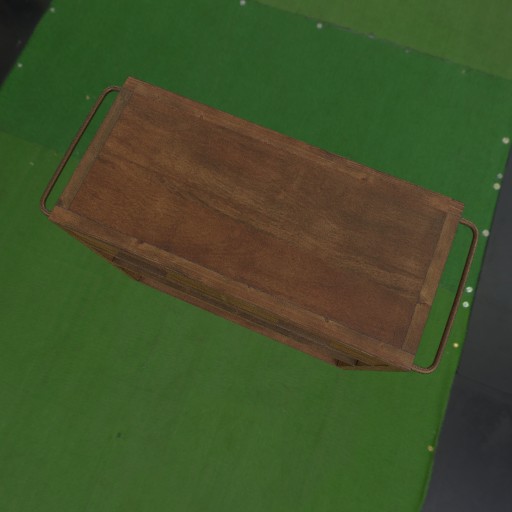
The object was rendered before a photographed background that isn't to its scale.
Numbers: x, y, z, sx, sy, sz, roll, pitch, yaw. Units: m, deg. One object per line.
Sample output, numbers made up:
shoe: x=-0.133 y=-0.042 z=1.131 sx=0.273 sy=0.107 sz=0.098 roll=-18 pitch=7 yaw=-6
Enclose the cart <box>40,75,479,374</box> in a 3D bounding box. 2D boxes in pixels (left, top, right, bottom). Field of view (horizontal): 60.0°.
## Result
cart: x=0.000 y=0.000 z=1.468 sx=1.065 sy=0.830 sz=0.445 roll=22 pitch=77 yaw=5
